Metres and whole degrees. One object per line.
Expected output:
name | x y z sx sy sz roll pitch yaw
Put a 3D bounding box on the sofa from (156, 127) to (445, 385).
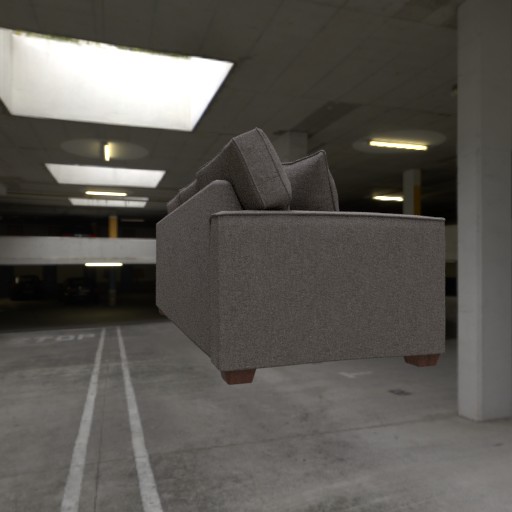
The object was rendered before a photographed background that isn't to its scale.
sofa | 0.000 0.000 2.833 1.061 0.962 2.317 0 0 -18
